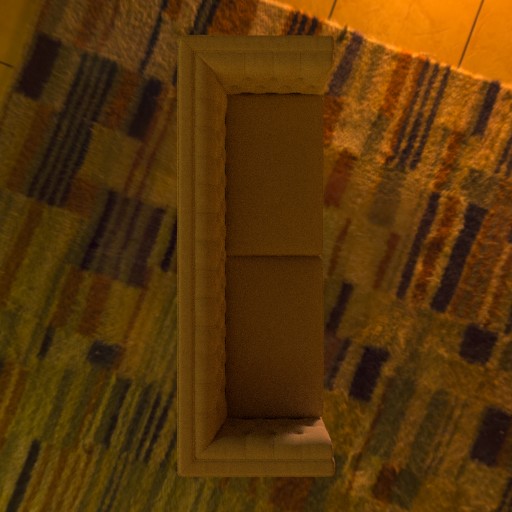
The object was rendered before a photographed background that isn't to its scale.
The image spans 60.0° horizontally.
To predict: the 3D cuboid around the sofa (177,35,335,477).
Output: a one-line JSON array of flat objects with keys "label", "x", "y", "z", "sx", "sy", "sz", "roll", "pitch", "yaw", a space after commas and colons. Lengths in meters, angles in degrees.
[{"label": "sofa", "x": 0.000, "y": 0.000, "z": 2.538, "sx": 0.775, "sy": 0.762, "sz": 2.159, "roll": 0, "pitch": 90, "yaw": -1}]
